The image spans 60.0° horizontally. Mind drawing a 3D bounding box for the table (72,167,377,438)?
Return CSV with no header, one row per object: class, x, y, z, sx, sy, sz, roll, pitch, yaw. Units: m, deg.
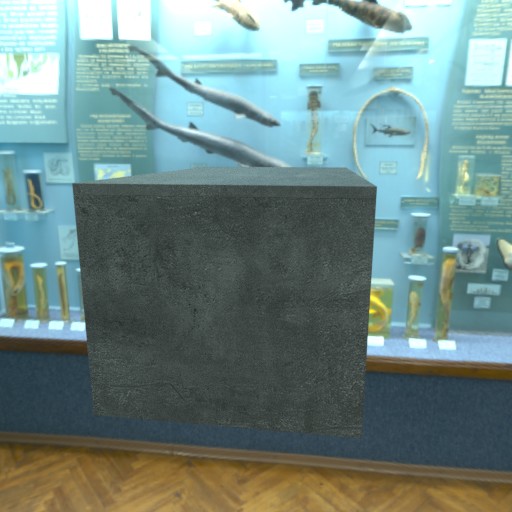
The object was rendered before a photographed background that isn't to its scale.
table,0.000,0.000,0.946,0.400,0.350,0.700,2,13,8
